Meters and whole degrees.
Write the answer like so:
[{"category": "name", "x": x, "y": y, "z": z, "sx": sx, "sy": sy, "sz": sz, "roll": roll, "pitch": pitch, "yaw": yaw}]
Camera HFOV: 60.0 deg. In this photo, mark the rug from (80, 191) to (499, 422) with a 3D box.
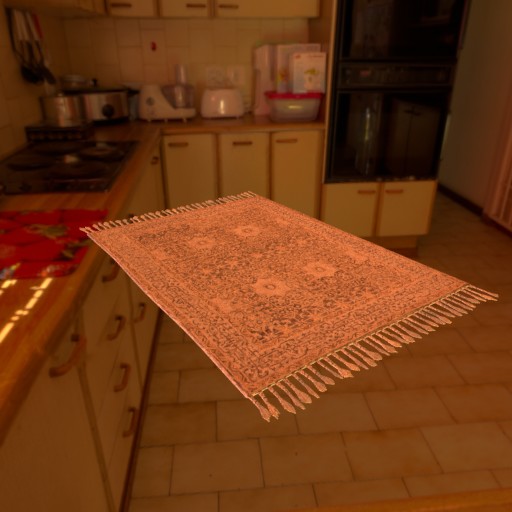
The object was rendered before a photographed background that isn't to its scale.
[{"category": "rug", "x": 0.000, "y": 0.000, "z": 2.952, "sx": 1.619, "sy": 0.023, "sz": 2.465, "roll": -17, "pitch": 30, "yaw": -32}]
